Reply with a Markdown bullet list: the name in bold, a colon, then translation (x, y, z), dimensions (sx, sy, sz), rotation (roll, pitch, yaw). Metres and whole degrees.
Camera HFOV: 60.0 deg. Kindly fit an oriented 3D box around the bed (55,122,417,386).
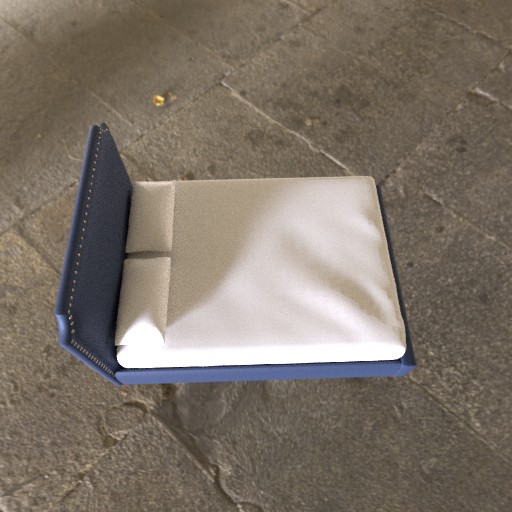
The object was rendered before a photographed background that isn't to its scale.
- **bed**: translation (0.000, 0.000, 3.463), dimensions (2.372, 1.443, 1.712), rotation (-2, 62, -1)
